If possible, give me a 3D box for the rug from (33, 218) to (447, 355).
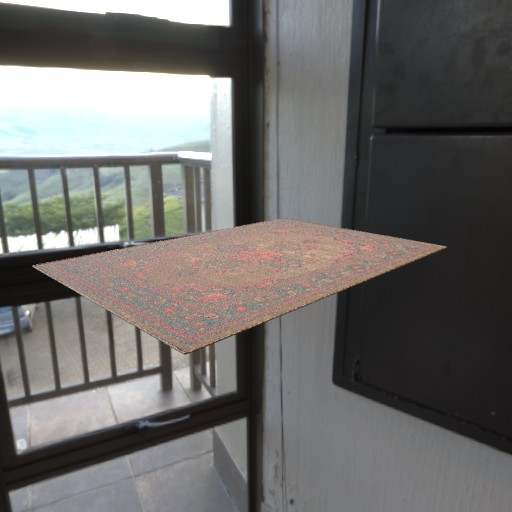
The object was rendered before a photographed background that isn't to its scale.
[{"bbox_3d":[0.000,0.000,3.714,2.890,0.013,2.005,-15,21,-43],"label":"rug"}]
